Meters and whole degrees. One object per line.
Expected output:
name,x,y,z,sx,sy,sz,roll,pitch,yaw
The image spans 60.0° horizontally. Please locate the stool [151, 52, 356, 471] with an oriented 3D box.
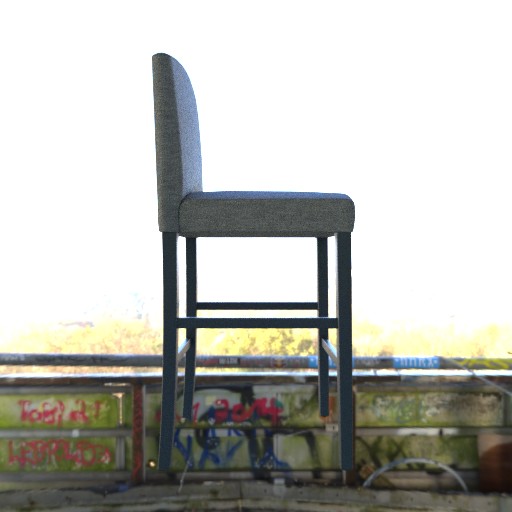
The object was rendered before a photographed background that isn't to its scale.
stool,0.000,0.000,1.377,0.552,1.138,0.451,0,0,0
